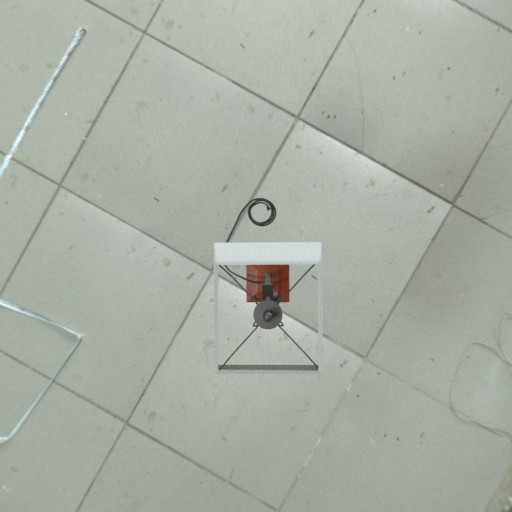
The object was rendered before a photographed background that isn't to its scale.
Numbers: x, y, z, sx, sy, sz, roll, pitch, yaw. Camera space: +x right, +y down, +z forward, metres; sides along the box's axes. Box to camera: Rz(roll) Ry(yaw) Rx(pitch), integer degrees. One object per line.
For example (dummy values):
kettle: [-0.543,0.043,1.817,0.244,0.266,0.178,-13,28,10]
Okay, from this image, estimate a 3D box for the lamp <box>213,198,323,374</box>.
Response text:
lamp: [0.000,0.000,2.027,0.472,1.712,0.745,0,90,2]
